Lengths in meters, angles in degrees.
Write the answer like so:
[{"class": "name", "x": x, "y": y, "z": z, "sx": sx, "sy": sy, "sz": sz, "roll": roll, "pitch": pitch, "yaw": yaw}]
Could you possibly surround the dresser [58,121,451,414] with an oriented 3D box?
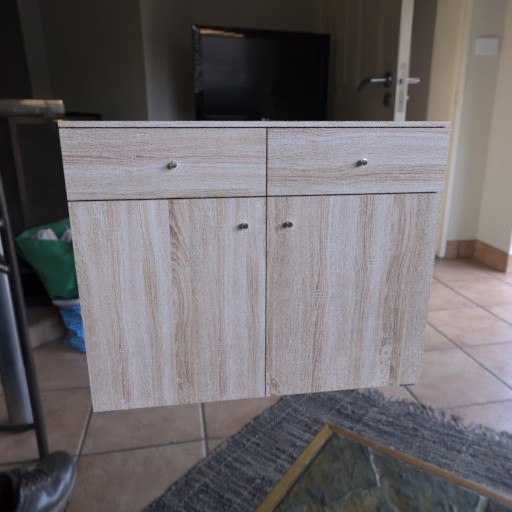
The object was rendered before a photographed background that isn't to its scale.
[{"class": "dresser", "x": 0.000, "y": 0.000, "z": 1.550, "sx": 1.100, "sy": 0.900, "sz": 0.450, "roll": -2, "pitch": 17, "yaw": -8}]
